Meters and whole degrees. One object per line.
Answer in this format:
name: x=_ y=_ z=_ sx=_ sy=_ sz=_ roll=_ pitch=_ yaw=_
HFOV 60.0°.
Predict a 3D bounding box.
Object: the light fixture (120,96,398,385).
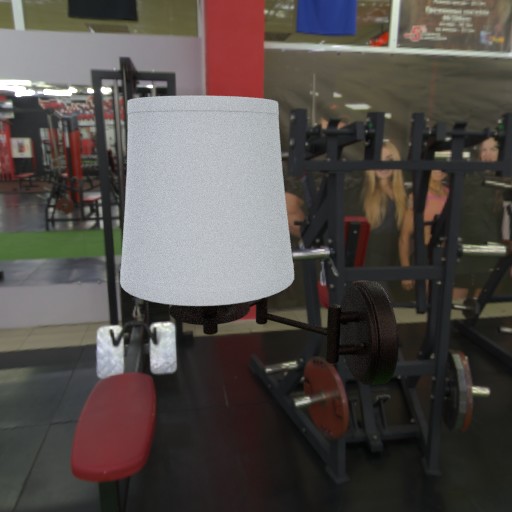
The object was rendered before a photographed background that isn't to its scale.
light fixture: x=0.000 y=0.000 z=0.263 sx=0.157 sy=0.172 sz=0.100 roll=-2 pitch=15 yaw=-7
